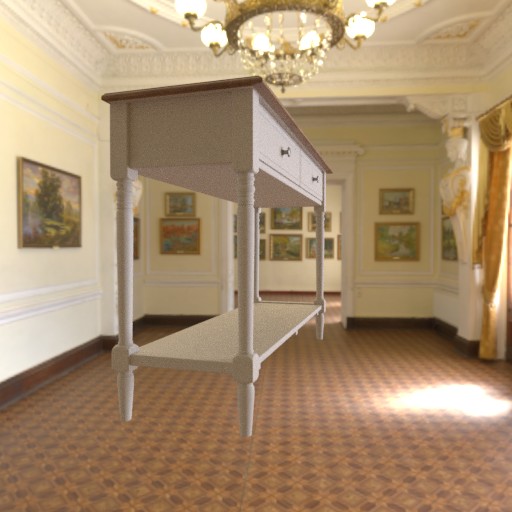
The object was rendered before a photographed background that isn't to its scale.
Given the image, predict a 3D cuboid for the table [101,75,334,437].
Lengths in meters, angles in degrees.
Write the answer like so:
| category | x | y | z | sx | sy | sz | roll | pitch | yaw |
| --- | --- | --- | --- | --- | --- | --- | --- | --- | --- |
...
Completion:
| category | x | y | z | sx | sy | sz | roll | pitch | yaw |
| --- | --- | --- | --- | --- | --- | --- | --- | --- | --- |
| table | 0.000 | 0.000 | 1.585 | 0.399 | 0.800 | 1.219 | 0 | 1 | 17 |
